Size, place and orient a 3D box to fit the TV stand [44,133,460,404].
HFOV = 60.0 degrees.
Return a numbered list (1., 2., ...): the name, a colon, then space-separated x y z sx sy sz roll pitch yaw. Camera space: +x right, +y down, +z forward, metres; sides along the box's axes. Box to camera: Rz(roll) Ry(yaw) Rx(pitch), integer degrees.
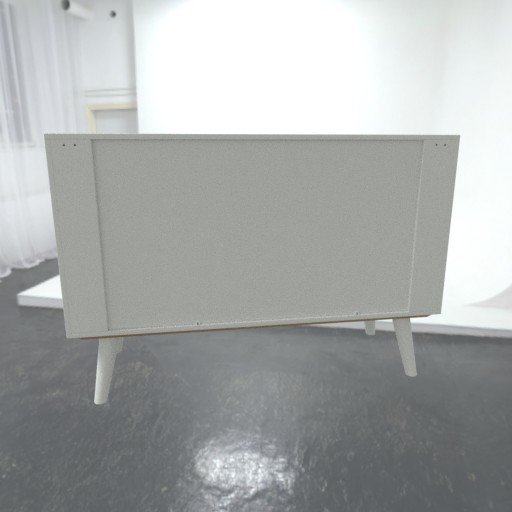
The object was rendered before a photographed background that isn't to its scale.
1. TV stand: 0.000 0.000 1.547 1.193 0.812 0.406 -2 14 -9
